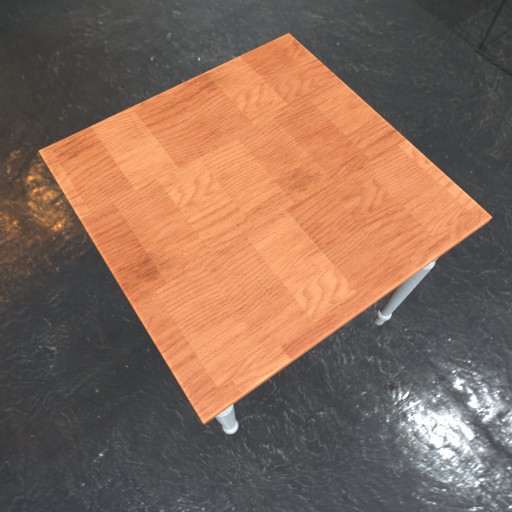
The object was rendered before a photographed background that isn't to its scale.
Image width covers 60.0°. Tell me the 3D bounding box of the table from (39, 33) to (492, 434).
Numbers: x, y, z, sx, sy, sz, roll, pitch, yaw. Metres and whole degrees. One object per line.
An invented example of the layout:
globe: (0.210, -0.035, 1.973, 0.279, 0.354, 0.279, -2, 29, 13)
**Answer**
table: (0.000, 0.000, 1.344, 0.747, 0.738, 0.747, -32, 67, -15)
